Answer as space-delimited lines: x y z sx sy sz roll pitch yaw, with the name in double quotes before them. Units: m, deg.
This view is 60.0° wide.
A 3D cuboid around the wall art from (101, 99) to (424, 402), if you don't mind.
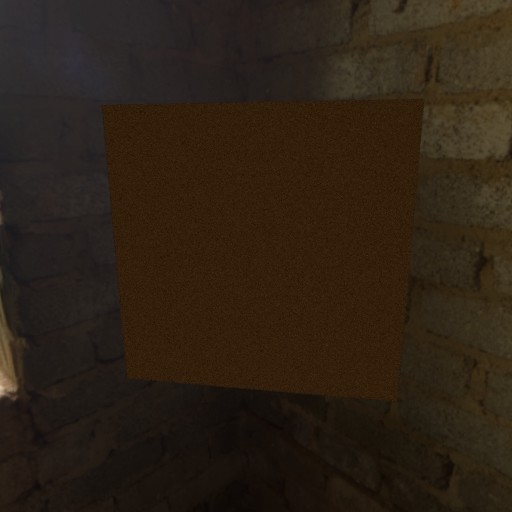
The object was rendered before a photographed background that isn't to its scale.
"wall art" 0.000 0.000 0.920 0.611 0.608 0.042 2 16 9
